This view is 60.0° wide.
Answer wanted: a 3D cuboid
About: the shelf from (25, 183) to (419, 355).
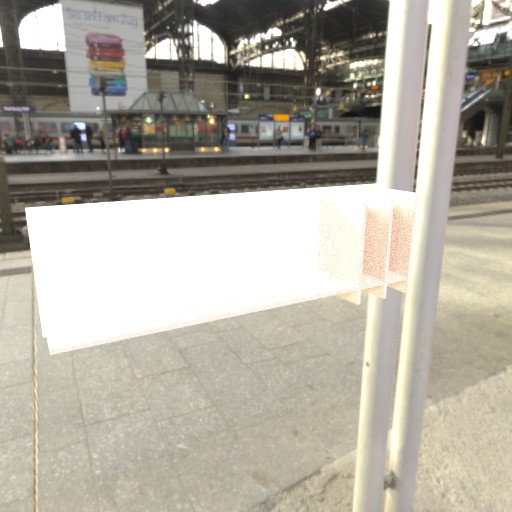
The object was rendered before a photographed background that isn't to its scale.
[{"bbox_3d":[0.000,0.000,1.142,1.020,0.300,0.200,-8,17,-27],"label":"shelf"}]
